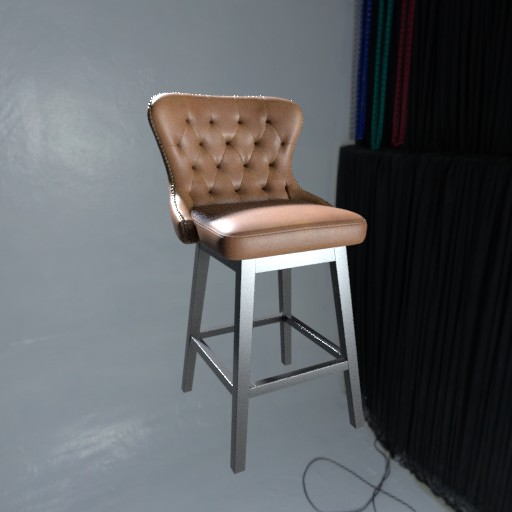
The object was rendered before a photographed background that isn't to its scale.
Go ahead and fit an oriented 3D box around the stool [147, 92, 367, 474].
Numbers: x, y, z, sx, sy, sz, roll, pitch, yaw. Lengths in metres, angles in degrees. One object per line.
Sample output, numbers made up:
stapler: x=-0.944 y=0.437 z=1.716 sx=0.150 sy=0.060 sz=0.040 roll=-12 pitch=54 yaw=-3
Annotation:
stool: x=0.000 y=0.000 z=1.362 sx=0.528 sy=0.971 sz=0.593 roll=-8 pitch=18 yaw=-26
